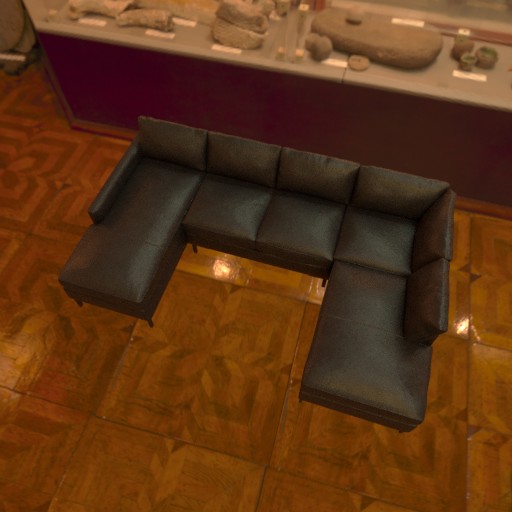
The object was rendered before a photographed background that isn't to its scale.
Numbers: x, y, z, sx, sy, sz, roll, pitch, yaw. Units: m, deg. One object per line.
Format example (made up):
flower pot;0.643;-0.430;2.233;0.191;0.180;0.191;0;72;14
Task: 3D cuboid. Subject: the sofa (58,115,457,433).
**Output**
sofa;0.000;0.000;3.717;2.956;0.900;1.939;15;58;9
